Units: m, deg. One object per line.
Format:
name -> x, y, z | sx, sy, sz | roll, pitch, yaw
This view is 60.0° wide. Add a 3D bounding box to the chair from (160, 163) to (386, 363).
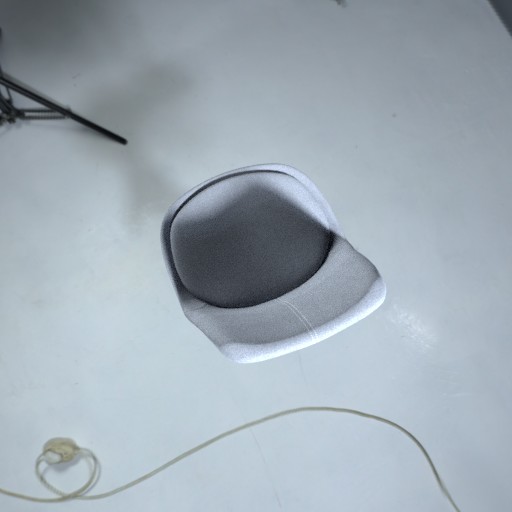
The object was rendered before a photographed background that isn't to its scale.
chair -> 0.000, 0.000, 1.231 | 0.474, 0.863, 0.549 | -22, 78, -5
